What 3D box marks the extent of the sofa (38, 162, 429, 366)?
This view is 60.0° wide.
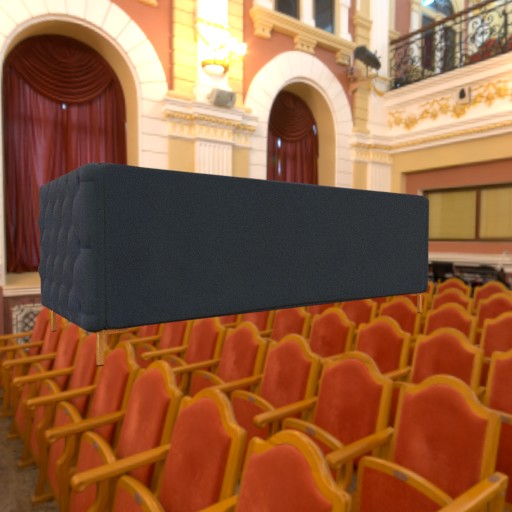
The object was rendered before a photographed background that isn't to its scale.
[{"bbox_3d":[0.000,0.000,2.597,2.209,0.771,0.895,-1,3,-36],"label":"sofa"}]
